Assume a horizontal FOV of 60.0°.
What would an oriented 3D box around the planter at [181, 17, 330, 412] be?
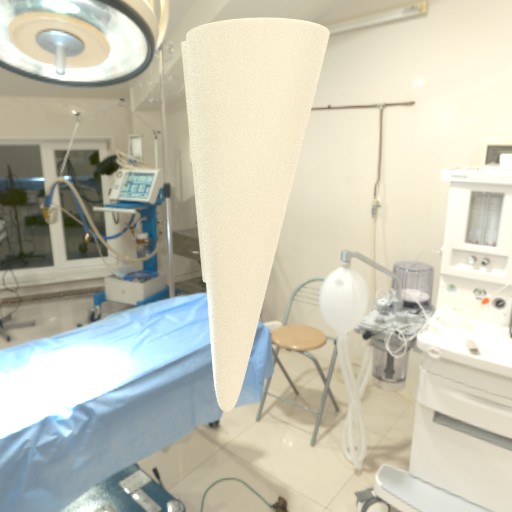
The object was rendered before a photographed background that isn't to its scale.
[{"bbox_3d":[0.000,0.000,0.213,0.057,0.193,0.064,-14,20,-42],"label":"planter"}]
